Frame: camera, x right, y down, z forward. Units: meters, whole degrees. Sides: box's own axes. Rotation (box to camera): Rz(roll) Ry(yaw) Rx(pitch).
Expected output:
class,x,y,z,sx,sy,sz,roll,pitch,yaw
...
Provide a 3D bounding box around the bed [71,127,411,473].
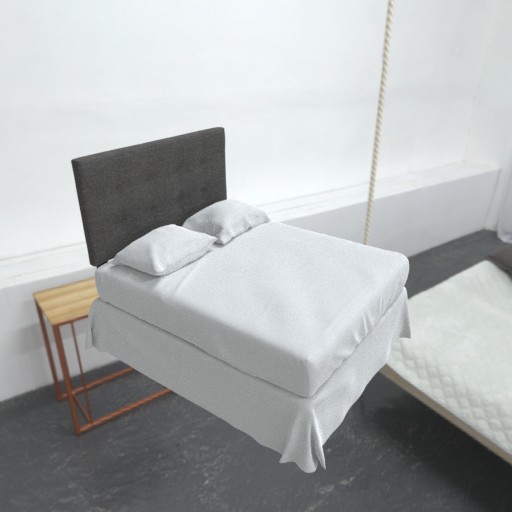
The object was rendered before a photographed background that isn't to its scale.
class,x,y,z,sx,sy,sz,roll,pitch,yaw
bed,0.000,0.000,3.504,2.222,1.577,1.936,17,31,32
